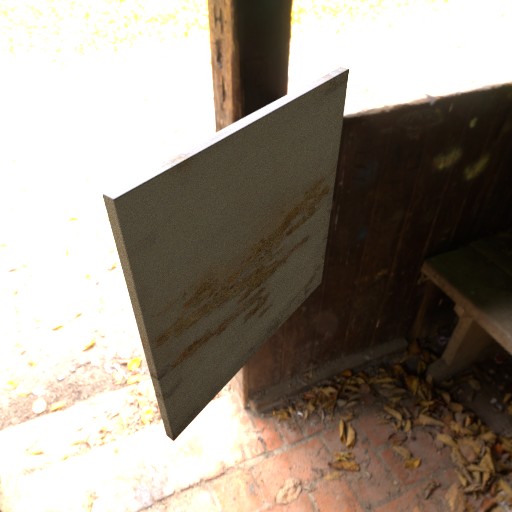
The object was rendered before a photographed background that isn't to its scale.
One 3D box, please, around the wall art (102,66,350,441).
[{"bbox_3d":[0.000,0.000,1.552,0.040,1.018,1.015,26,47,27],"label":"wall art"}]
